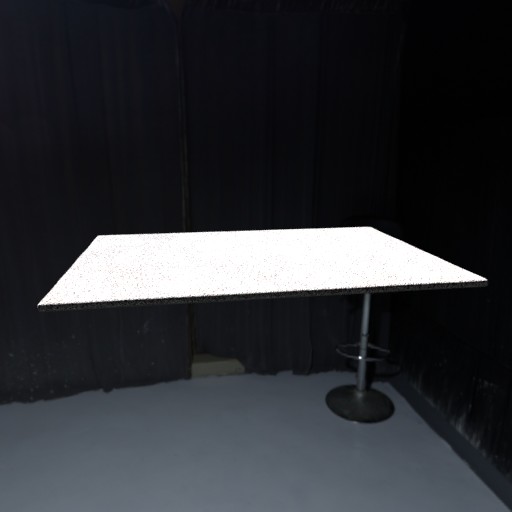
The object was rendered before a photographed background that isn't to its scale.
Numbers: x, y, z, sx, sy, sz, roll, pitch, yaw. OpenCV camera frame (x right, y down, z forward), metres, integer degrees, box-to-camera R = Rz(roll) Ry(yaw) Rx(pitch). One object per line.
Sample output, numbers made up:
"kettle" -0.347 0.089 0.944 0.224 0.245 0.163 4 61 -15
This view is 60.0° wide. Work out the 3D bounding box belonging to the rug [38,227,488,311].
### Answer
"rug" 0.000 0.000 2.291 1.778 0.030 1.219 -2 15 -9
